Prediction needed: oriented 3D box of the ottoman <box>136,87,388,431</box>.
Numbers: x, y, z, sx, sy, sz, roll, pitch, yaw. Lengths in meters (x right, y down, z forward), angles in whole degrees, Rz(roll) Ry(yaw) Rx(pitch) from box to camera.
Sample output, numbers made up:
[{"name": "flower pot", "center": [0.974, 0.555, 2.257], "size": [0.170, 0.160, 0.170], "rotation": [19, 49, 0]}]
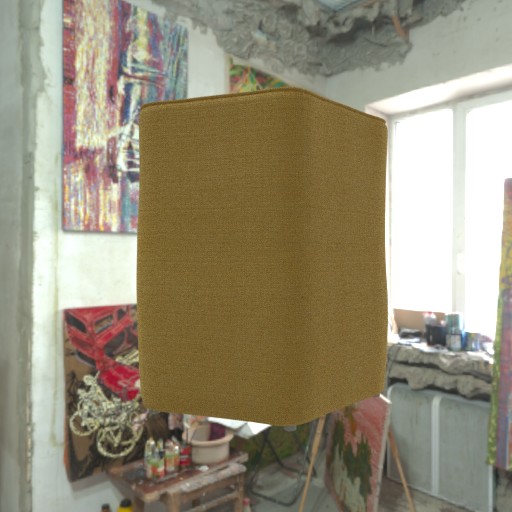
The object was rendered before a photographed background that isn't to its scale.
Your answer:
[{"name": "ottoman", "center": [0.000, 0.000, 0.864], "size": [0.494, 0.502, 0.443], "rotation": [0, 0, 17]}]
